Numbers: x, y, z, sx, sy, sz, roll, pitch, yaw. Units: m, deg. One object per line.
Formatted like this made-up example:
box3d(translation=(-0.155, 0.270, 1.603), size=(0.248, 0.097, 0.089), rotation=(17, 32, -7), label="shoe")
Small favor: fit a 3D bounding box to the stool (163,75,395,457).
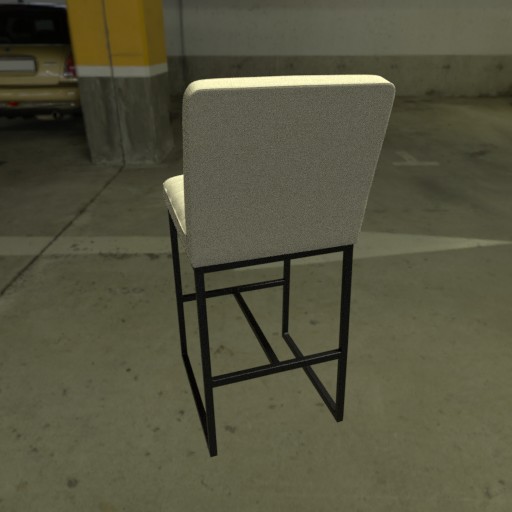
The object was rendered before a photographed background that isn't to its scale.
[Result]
box3d(translation=(0.000, 0.000, 1.336), size=(0.460, 1.040, 0.560), rotation=(-8, 27, -17), label="stool")
